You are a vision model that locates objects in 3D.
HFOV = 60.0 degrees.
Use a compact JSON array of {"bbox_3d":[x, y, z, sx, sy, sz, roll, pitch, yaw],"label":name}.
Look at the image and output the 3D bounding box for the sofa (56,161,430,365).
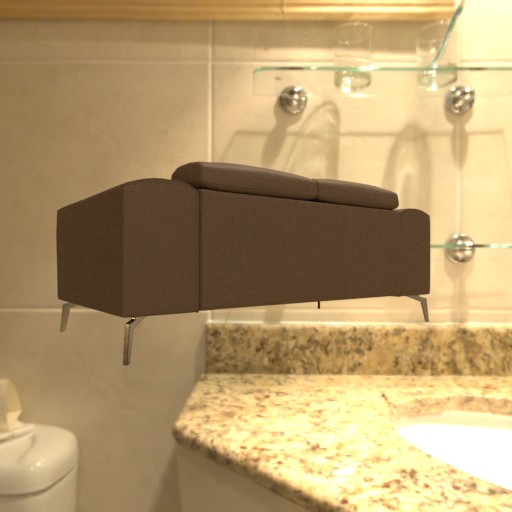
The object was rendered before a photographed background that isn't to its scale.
[{"bbox_3d":[0.000,0.000,2.468,1.895,0.779,1.003,1,-1,-37],"label":"sofa"}]
